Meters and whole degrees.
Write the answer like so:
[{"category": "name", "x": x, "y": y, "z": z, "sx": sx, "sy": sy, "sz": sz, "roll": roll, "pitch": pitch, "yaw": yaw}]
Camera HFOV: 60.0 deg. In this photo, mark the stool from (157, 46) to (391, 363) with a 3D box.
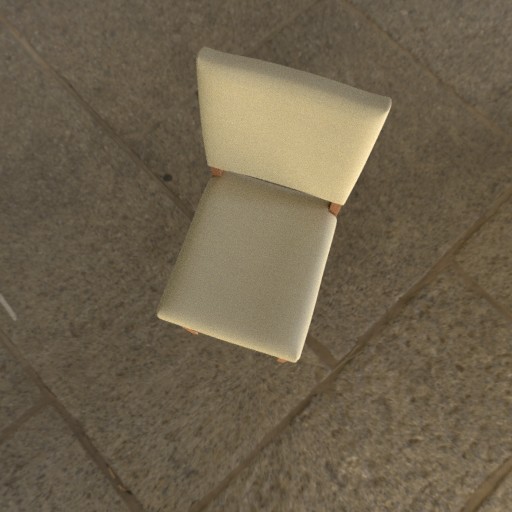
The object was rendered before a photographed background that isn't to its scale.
[{"category": "stool", "x": 0.000, "y": 0.000, "z": 1.453, "sx": 0.445, "sy": 1.168, "sz": 0.584, "roll": 17, "pitch": 76, "yaw": 4}]
